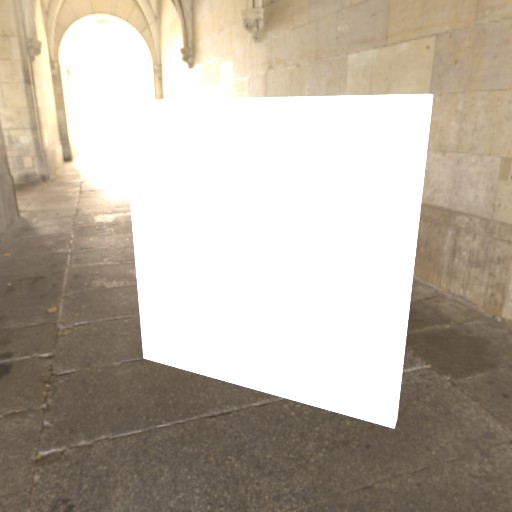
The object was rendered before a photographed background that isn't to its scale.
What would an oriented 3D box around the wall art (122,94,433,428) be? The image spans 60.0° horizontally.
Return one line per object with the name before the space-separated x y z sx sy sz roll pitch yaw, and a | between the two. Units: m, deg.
wall art | 0.000 0.000 0.832 0.559 0.559 0.028 8 19 24
